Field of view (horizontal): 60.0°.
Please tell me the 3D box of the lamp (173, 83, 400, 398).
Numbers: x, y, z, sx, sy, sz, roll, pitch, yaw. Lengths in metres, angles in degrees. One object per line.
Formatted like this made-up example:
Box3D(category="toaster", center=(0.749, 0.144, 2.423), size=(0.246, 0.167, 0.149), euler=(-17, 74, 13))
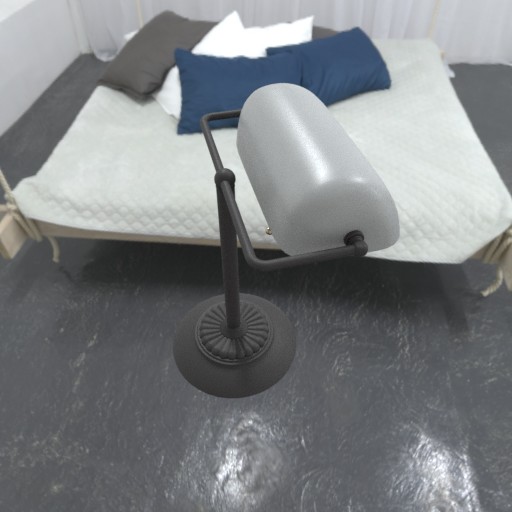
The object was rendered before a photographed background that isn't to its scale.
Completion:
Box3D(category="lamp", center=(0.000, 0.000, 0.532), size=(0.243, 0.339, 0.264), euler=(-10, 47, -10))
